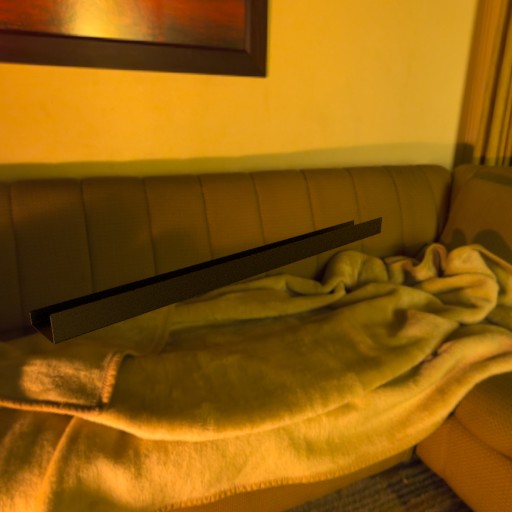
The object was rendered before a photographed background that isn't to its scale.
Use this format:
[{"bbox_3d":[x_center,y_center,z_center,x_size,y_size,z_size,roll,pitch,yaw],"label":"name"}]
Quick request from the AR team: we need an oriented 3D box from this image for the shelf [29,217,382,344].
[{"bbox_3d":[0.000,0.000,0.982,0.092,0.049,0.924,16,24,42],"label":"shelf"}]
